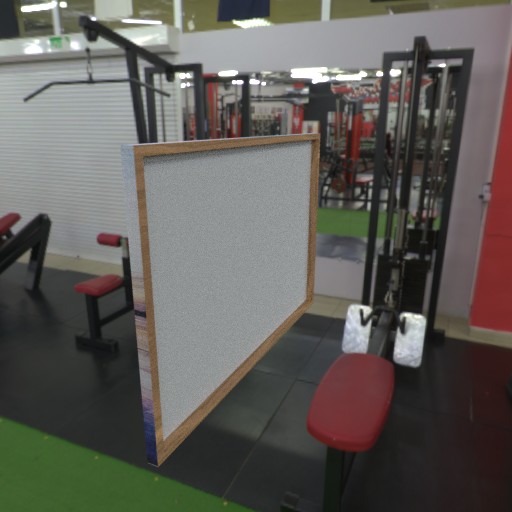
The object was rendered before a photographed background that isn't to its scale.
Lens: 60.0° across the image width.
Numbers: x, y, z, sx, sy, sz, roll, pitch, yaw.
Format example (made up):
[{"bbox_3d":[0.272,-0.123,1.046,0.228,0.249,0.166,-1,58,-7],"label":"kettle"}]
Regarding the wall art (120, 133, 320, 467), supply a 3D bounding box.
[{"bbox_3d":[0.000,0.000,1.458,0.034,0.756,1.137,8,19,25],"label":"wall art"}]
